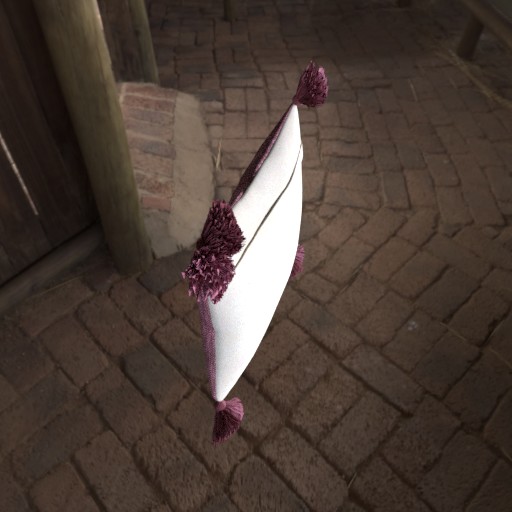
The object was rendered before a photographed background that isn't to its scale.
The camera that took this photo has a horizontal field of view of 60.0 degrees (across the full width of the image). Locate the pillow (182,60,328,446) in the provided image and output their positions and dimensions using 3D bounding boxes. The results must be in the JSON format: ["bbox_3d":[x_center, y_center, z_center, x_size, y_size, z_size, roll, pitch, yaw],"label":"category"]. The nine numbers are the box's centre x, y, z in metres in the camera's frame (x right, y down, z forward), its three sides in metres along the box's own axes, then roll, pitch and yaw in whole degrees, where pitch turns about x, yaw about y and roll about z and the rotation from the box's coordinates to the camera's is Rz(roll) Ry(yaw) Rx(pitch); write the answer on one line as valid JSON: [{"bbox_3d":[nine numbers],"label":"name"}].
[{"bbox_3d":[0.000,0.000,0.962,0.138,0.659,0.641,16,49,14],"label":"pillow"}]
